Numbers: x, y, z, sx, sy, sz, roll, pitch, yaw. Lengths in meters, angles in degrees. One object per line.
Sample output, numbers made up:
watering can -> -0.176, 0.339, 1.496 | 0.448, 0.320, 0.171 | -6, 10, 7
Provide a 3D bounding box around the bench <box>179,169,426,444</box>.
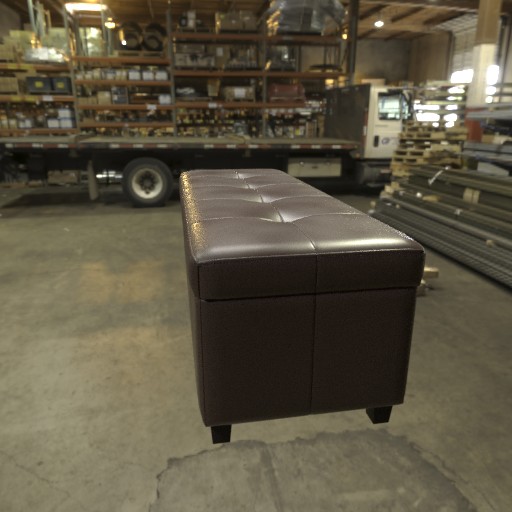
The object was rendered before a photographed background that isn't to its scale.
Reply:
bench -> 0.000, 0.000, 1.399 | 0.450, 0.417, 1.219 | -3, 18, -10
